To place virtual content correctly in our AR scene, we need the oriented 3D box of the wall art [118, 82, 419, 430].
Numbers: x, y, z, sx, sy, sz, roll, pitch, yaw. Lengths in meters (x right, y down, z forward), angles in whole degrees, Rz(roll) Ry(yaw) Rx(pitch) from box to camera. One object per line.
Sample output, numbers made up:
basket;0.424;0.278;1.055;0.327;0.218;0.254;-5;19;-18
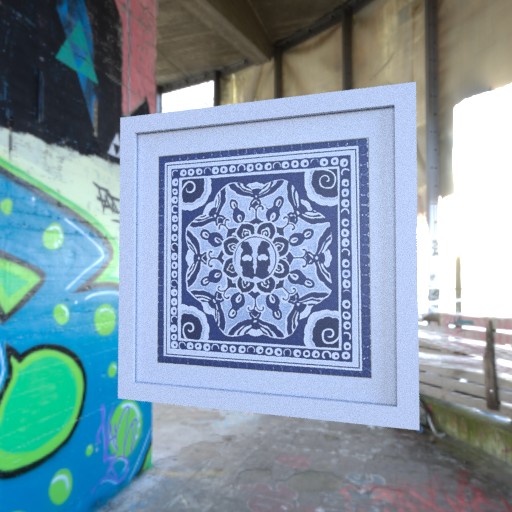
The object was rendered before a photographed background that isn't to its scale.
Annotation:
wall art;0.000;0.000;0.518;0.355;0.355;0.027;-1;-2;18
